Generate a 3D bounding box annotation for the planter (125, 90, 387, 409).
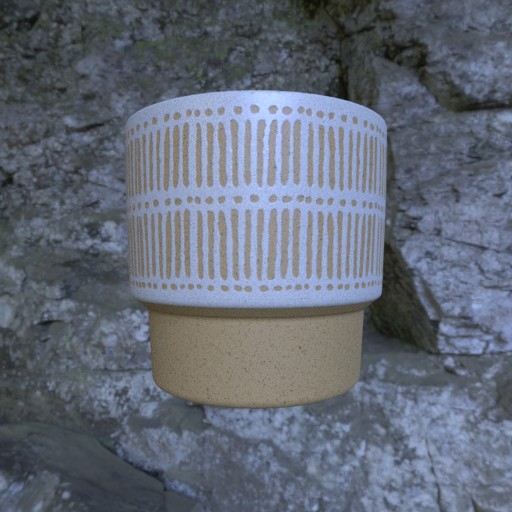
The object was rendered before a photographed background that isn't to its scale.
[{"bbox_3d":[0.000,0.000,0.559,0.317,0.303,0.317,0,0,0],"label":"planter"}]
